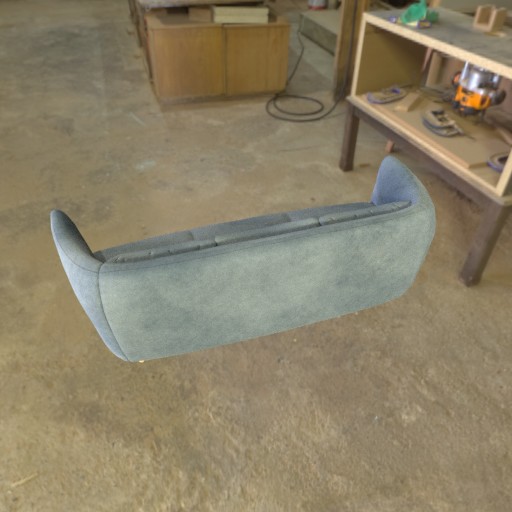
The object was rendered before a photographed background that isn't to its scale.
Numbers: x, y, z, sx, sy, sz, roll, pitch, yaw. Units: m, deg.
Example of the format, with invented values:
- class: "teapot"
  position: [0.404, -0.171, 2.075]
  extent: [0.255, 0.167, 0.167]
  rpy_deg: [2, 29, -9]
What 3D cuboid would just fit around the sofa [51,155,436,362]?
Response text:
- class: "sofa"
  position: [0.000, 0.000, 2.538]
  extent: [2.095, 0.795, 0.849]
  rpy_deg: [-11, 42, -13]
